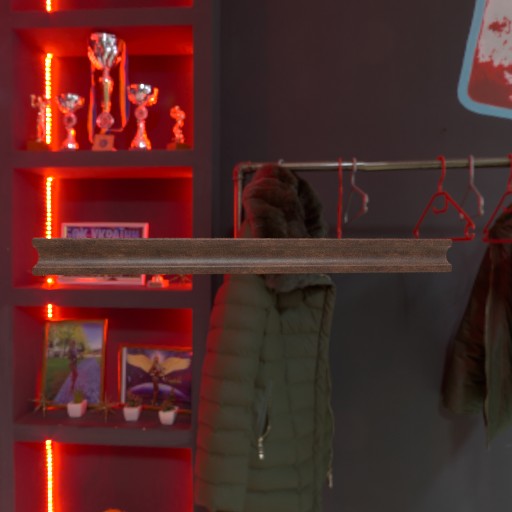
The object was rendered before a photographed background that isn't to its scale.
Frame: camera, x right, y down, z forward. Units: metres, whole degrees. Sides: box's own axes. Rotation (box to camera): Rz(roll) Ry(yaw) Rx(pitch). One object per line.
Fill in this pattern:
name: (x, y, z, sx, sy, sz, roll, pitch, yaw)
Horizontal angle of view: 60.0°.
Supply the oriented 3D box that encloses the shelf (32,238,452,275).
shelf: (0.000, 0.000, 0.440, 0.296, 0.035, 0.296, 1, 1, 37)
